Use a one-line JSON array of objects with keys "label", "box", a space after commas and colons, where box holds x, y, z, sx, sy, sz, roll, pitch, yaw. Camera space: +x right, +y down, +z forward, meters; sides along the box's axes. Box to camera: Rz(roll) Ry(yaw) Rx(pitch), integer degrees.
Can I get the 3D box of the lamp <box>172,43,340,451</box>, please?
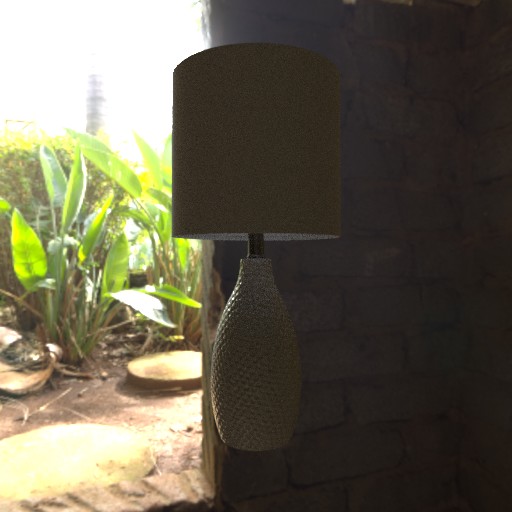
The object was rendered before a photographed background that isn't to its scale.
[{"label": "lamp", "box": [0.000, 0.000, 0.574, 0.214, 0.466, 0.214, 0, 0, 35]}]
